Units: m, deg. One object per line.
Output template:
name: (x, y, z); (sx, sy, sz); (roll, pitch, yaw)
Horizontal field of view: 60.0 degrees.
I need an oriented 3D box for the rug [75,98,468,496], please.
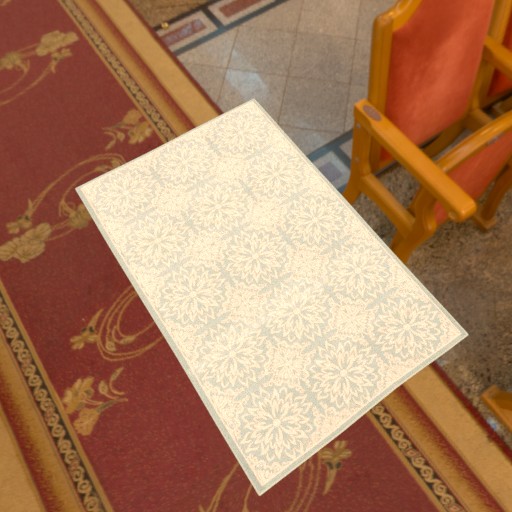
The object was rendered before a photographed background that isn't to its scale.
rug: (0.000, 0.000, 2.309); (1.219, 0.012, 1.840); (-31, 68, -14)
